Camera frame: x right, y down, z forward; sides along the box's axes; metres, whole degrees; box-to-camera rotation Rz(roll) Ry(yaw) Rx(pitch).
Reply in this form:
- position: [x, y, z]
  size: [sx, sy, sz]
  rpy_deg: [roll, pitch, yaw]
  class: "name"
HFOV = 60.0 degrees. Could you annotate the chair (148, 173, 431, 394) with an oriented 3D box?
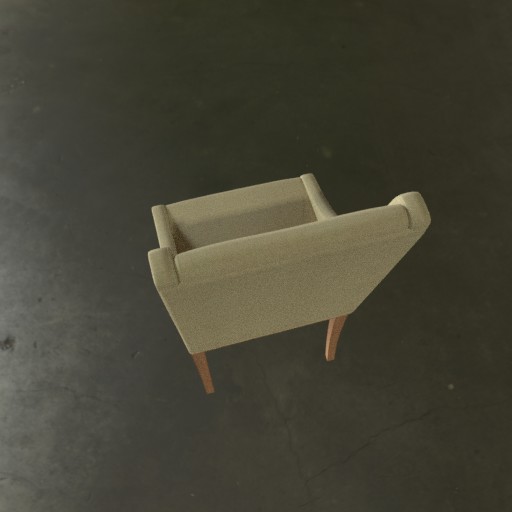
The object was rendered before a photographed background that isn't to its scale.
- position: [0.000, 0.000, 1.367]
  size: [0.575, 1.021, 0.611]
  rpy_deg: [-13, 60, -8]
  class: "chair"
